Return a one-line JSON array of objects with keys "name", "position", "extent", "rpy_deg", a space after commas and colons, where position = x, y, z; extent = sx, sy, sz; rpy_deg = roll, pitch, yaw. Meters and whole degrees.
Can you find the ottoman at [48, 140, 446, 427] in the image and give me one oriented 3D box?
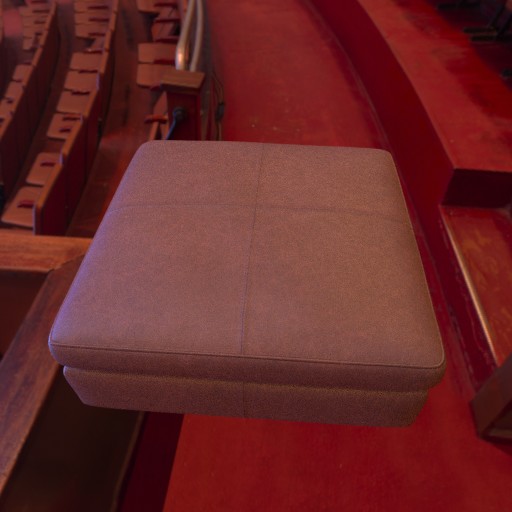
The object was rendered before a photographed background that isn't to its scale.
[{"name": "ottoman", "position": [0.000, 0.000, 1.745], "extent": [1.168, 0.490, 1.168], "rpy_deg": [3, 45, 3]}]
